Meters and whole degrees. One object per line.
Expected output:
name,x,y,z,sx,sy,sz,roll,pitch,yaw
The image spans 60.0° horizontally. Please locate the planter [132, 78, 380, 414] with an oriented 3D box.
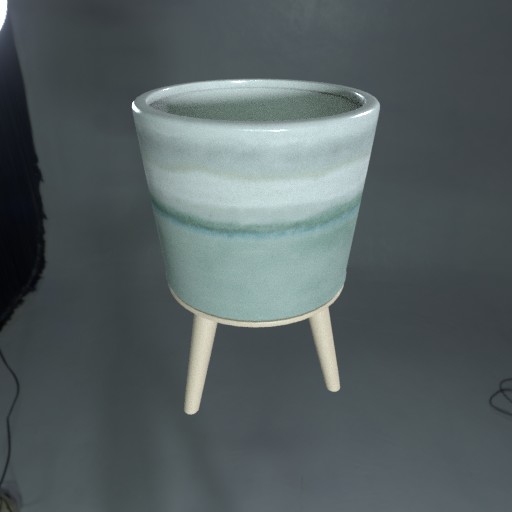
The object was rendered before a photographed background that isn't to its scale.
planter,0.000,0.000,0.585,0.265,0.404,0.265,1,30,1
